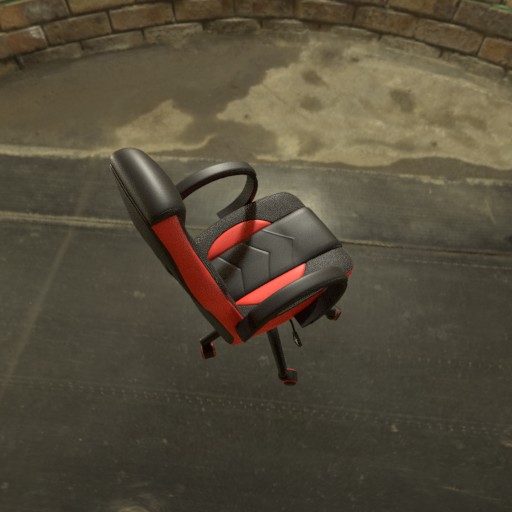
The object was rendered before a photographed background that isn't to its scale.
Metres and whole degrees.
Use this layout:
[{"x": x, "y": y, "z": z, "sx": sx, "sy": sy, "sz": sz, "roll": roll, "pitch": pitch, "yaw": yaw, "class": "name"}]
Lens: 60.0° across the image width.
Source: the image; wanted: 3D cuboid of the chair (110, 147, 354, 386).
[{"x": 0.000, "y": 0.000, "z": 1.411, "sx": 0.642, "sy": 1.016, "sz": 0.600, "roll": -28, "pitch": 61, "yaw": -17, "class": "chair"}]
